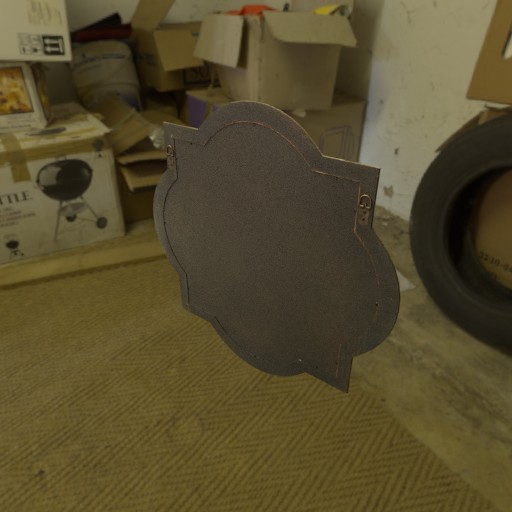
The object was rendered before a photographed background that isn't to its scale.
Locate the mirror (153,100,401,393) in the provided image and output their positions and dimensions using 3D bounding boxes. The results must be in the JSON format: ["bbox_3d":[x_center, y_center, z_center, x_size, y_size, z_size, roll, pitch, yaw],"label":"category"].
[{"bbox_3d":[0.000,0.000,1.049,0.686,0.686,0.019,21,36,32],"label":"mirror"}]
